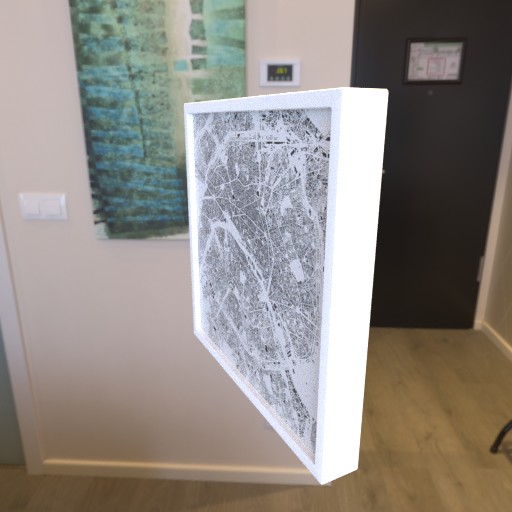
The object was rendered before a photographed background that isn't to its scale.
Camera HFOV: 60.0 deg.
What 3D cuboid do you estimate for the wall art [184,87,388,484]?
[{"bbox_3d":[0.000,0.000,0.454,0.038,0.305,0.305,-9,19,-26],"label":"wall art"}]
